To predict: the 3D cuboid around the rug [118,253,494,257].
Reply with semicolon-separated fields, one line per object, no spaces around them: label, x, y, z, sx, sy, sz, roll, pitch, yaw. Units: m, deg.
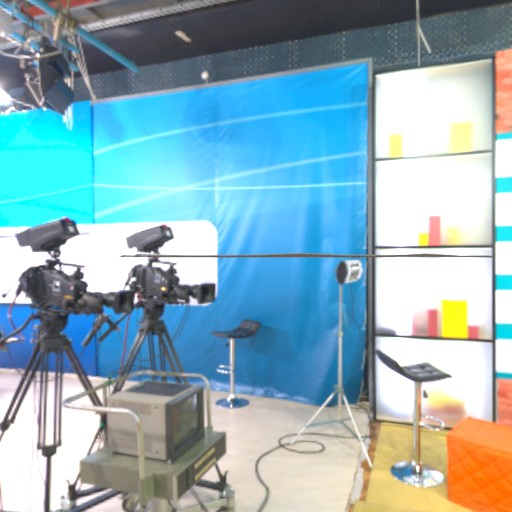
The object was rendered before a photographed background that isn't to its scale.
rug;0.000;0.000;4.335;2.428;0.027;3.333;0;0;-20
